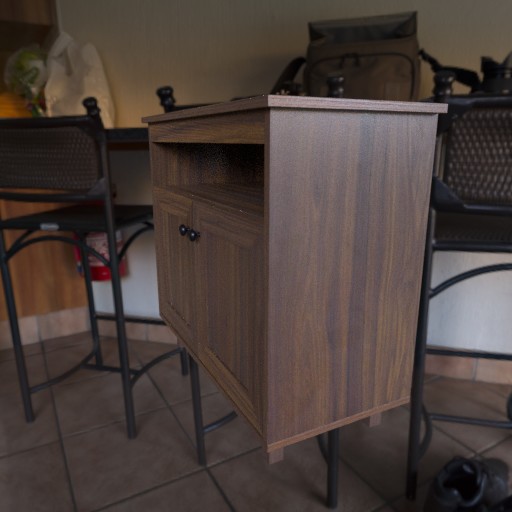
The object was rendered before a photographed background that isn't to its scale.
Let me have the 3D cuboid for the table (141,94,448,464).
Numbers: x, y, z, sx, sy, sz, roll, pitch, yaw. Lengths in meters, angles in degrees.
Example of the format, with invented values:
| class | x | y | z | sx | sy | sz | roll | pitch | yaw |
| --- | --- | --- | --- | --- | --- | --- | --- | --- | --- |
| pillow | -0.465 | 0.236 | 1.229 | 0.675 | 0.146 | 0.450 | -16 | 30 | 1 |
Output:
| class | x | y | z | sx | sy | sz | roll | pitch | yaw |
| --- | --- | --- | --- | --- | --- | --- | --- | --- | --- |
| table | 0.000 | 0.000 | 1.173 | 0.390 | 0.725 | 0.802 | -7 | 16 | -26 |
